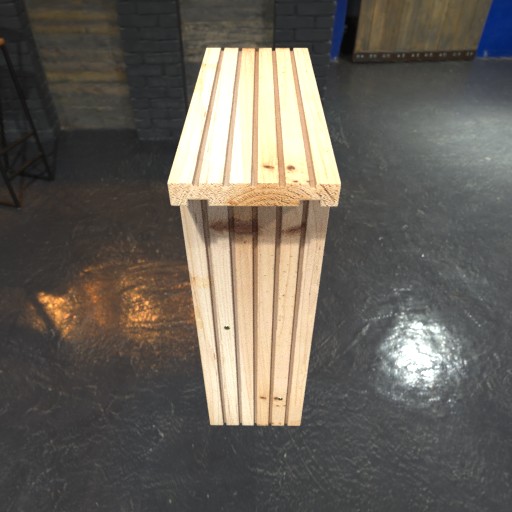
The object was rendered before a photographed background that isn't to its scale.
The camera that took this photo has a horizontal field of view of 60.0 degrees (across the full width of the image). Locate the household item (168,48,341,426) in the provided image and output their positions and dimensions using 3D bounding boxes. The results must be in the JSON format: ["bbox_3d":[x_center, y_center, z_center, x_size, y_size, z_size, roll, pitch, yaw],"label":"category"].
[{"bbox_3d":[0.000,0.000,0.560,0.123,0.407,0.301,0,42,0],"label":"household item"}]
